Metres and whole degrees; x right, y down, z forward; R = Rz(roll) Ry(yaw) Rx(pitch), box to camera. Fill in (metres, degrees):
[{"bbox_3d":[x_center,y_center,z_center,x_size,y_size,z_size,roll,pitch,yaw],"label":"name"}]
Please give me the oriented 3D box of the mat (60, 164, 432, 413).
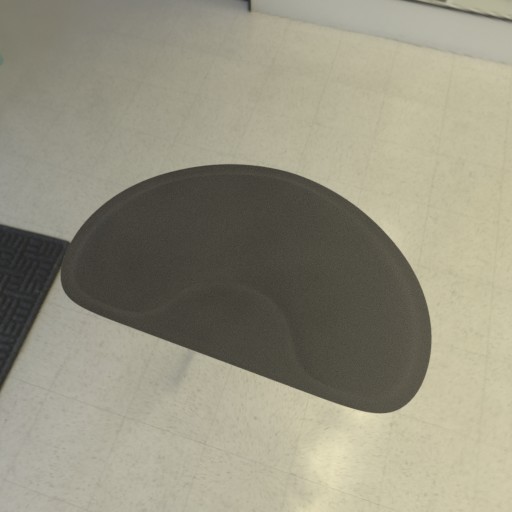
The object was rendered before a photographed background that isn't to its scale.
[{"bbox_3d":[0.000,0.000,1.856,1.524,0.013,0.913,18,66,9],"label":"mat"}]
